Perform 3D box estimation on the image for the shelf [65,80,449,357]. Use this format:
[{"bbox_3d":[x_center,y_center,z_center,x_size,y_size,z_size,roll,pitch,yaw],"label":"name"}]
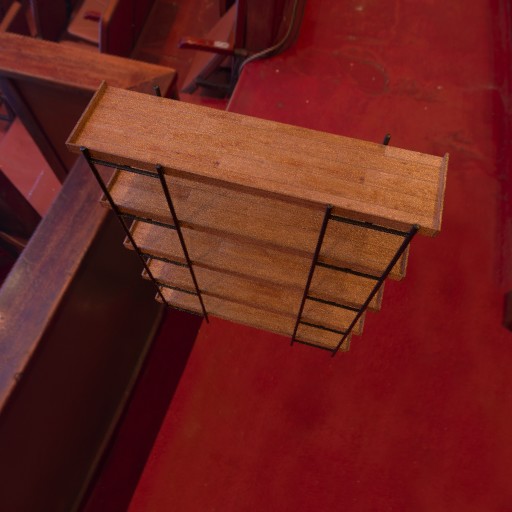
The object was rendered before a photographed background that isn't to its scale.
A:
[{"bbox_3d":[0.000,0.000,2.437,1.371,1.826,0.379,14,65,7],"label":"shelf"}]
